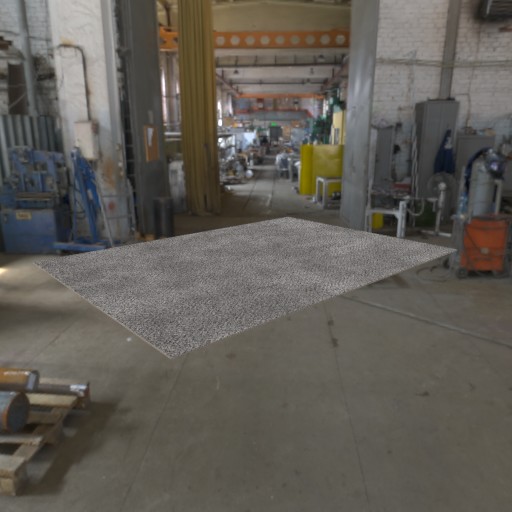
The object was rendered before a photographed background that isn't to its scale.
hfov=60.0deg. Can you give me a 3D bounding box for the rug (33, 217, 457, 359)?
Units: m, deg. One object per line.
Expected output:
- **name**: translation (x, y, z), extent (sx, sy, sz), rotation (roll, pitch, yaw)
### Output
- **rug**: translation (0.000, 0.000, 2.857), extent (2.235, 0.008, 1.600), rotation (-14, 21, -40)
